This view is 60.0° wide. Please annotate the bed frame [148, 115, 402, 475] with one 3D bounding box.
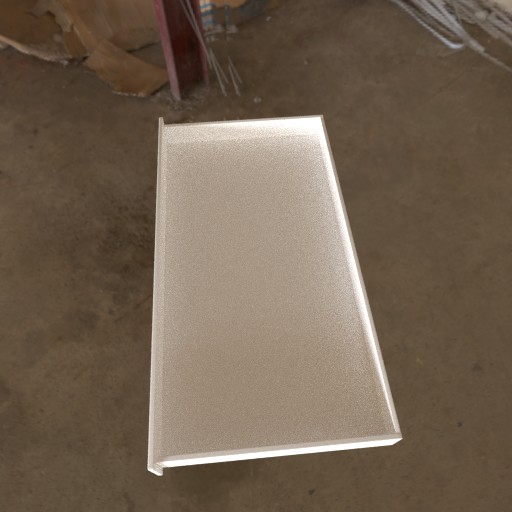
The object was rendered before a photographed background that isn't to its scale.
[{"bbox_3d":[0.000,0.000,1.535,0.670,0.141,1.300,-4,59,-3],"label":"bed frame"}]
